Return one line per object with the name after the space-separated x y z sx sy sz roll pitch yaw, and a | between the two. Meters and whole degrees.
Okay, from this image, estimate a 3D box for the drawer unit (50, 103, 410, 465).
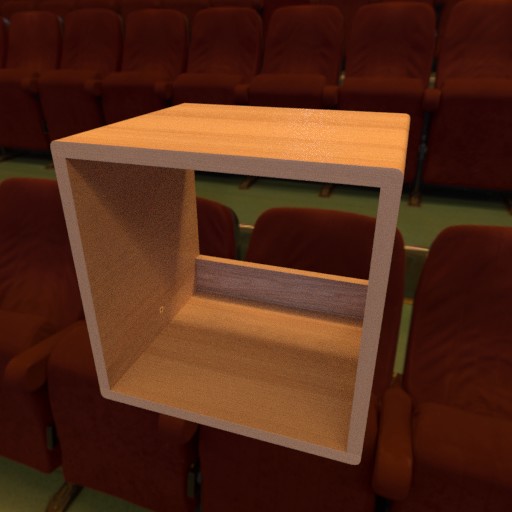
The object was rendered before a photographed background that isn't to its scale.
0.000 0.000 0.599 0.344 0.344 0.290 8 28 16 | drawer unit
